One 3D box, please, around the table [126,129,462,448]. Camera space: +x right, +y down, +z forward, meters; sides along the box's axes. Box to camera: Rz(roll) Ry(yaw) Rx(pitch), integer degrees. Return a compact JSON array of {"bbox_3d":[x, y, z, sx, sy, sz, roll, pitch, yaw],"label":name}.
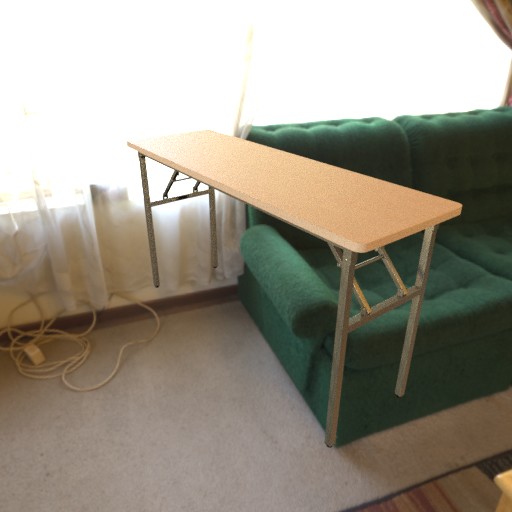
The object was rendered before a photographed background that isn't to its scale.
[{"bbox_3d":[0.000,0.000,1.805,0.446,0.750,1.397,-19,32,-33],"label":"table"}]
